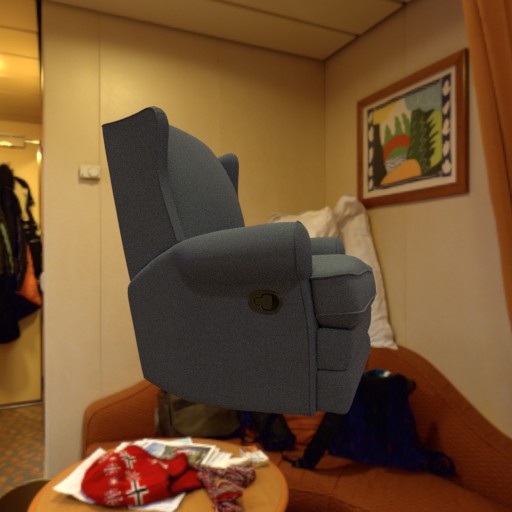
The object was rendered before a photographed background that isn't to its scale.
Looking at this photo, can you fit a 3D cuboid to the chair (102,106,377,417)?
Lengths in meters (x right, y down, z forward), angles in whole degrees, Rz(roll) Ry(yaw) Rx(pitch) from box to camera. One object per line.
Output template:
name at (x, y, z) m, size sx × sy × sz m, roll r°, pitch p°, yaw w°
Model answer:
chair at (0.000, 0.000, 1.731) m, size 0.877 × 1.020 × 0.971 m, roll 0°, pitch 0°, yaw 18°
